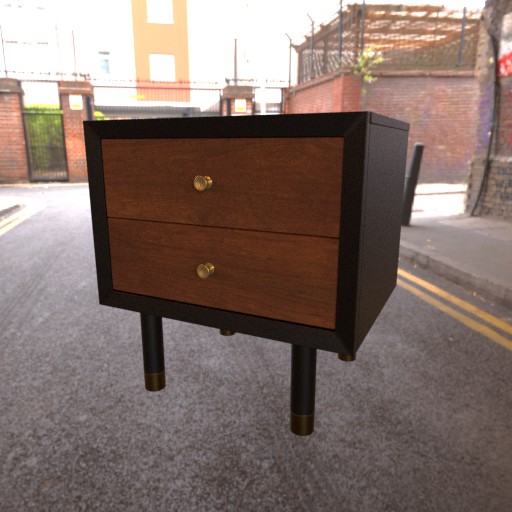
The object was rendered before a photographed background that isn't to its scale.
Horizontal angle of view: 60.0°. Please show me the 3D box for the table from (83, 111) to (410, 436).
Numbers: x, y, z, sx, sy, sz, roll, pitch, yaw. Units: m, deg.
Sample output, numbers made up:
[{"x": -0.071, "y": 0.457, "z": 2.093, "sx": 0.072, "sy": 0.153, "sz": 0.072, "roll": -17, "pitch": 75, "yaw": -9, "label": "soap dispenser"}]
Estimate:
[{"x": 0.000, "y": 0.000, "z": 1.006, "sx": 0.564, "sy": 0.584, "sz": 0.441, "roll": 7, "pitch": 16, "yaw": 25, "label": "table"}]
